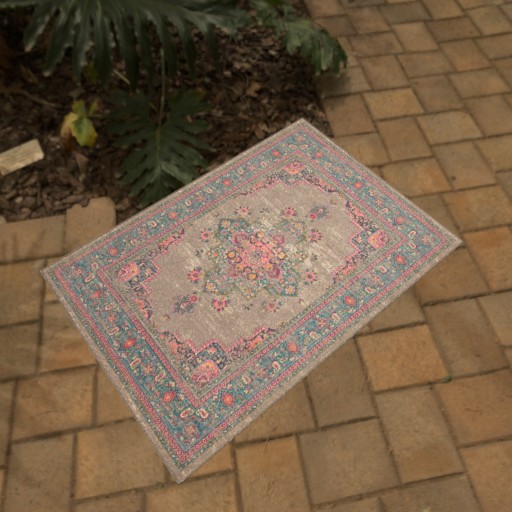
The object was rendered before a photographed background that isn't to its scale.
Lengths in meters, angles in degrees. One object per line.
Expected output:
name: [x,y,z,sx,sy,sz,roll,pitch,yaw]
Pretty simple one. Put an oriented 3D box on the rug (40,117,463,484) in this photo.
rug: [0.000,0.000,3.663,2.890,0.013,2.005,-35,64,-20]
